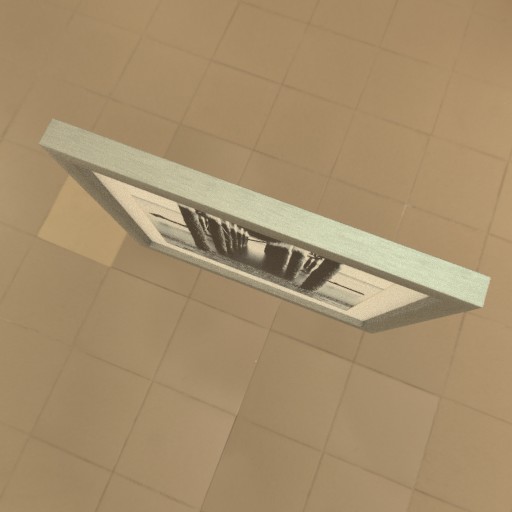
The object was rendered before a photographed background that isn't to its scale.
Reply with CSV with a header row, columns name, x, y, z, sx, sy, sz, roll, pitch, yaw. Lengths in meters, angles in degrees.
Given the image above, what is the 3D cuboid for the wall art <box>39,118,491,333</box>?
name,x,y,z,sx,sy,sz,roll,pitch,yaw
wall art,0.000,0.000,0.517,0.380,0.330,0.028,21,78,5
